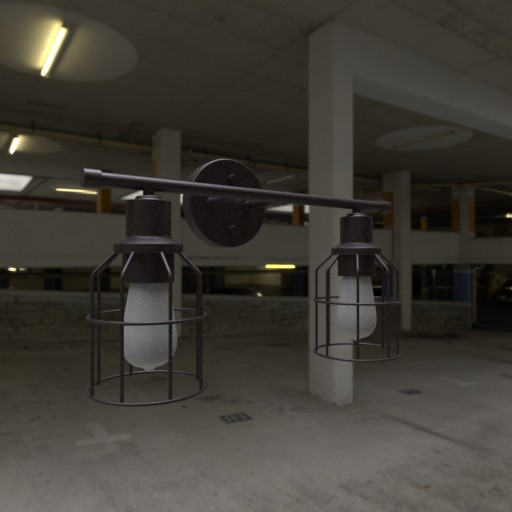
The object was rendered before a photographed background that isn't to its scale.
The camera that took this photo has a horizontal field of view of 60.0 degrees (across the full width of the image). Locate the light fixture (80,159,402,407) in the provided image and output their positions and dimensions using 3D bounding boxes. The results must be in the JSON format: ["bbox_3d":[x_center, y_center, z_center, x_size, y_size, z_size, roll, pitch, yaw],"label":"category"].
[{"bbox_3d":[0.000,0.000,0.527,0.406,0.254,0.165,0,-1,-34],"label":"light fixture"}]
